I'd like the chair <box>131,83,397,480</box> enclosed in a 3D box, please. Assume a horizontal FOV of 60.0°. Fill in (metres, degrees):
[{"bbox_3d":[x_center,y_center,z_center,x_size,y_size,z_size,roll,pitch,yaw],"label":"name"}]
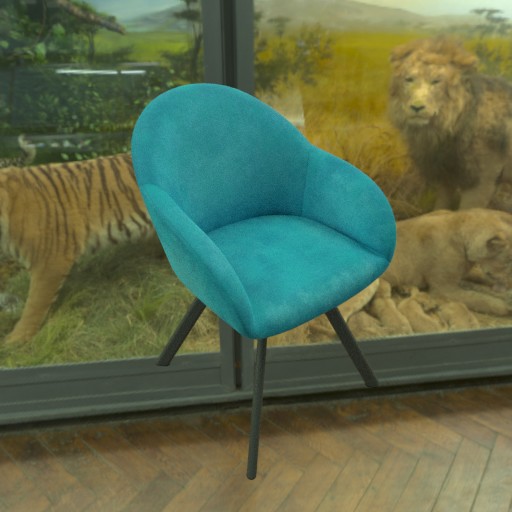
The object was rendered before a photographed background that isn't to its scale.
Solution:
[{"bbox_3d":[0.000,0.000,1.181,0.550,0.795,0.590,-22,37,-32],"label":"chair"}]
